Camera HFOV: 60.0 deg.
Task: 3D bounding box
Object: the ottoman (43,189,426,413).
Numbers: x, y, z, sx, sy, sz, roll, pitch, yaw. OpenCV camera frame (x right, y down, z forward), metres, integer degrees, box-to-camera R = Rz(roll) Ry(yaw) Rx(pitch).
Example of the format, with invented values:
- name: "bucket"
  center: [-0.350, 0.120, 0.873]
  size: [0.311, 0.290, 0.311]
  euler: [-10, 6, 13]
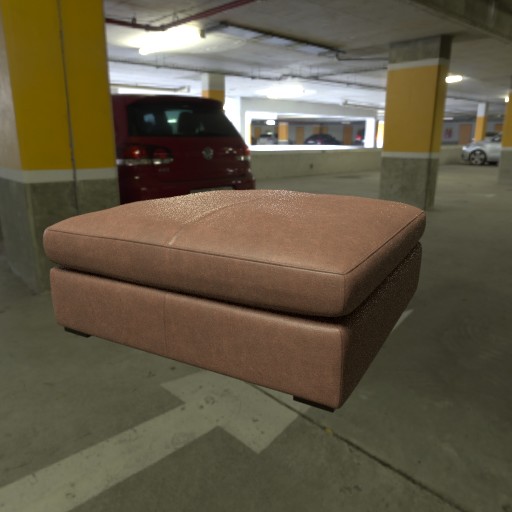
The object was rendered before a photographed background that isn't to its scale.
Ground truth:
- name: "ottoman"
  center: [0.000, 0.000, 1.830]
  size: [1.168, 0.490, 1.168]
  euler: [8, 17, 28]
